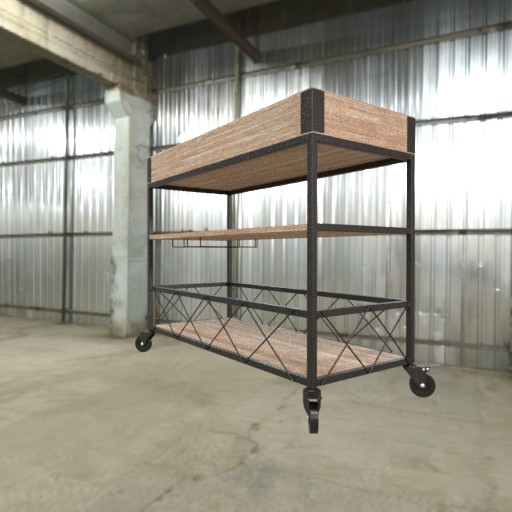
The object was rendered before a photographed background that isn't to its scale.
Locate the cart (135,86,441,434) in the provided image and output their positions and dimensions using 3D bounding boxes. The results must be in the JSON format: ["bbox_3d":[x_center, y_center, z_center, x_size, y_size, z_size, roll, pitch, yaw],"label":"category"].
[{"bbox_3d":[0.000,0.000,1.530,0.500,0.787,1.101,0,1,-36],"label":"cart"}]
